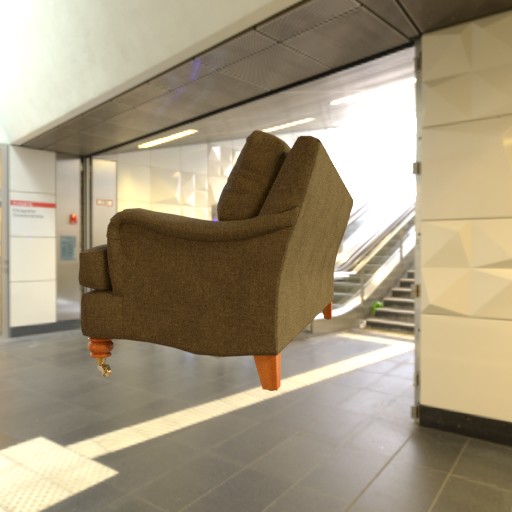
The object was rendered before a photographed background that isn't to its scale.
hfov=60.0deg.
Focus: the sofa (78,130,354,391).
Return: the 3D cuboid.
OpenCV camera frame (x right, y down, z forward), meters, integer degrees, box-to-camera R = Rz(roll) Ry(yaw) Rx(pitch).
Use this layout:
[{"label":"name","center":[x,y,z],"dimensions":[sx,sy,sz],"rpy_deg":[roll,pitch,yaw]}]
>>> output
[{"label":"sofa","center":[0.000,0.000,2.798],"dimensions":[1.087,1.054,2.160],"rpy_deg":[0,1,16]}]
